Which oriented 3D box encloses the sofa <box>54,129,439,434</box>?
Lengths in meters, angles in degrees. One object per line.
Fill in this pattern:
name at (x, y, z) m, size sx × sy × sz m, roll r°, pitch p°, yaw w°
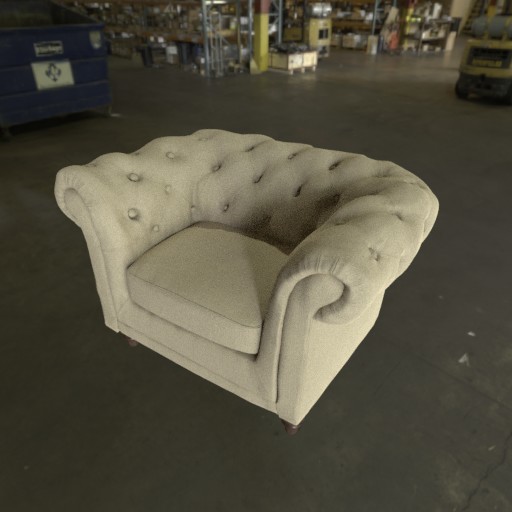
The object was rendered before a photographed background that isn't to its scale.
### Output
sofa at (0.000, 0.000, 1.998) m, size 1.405 × 0.878 × 1.034 m, roll 19°, pitch 36°, yaw 29°
